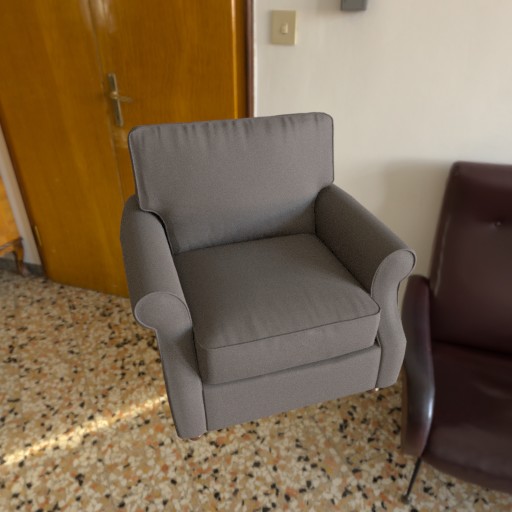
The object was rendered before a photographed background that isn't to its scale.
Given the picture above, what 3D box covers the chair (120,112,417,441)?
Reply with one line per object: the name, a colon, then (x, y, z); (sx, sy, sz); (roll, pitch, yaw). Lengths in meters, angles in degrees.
chair: (0.000, 0.000, 1.796); (1.029, 0.967, 0.966); (-9, 32, -15)
